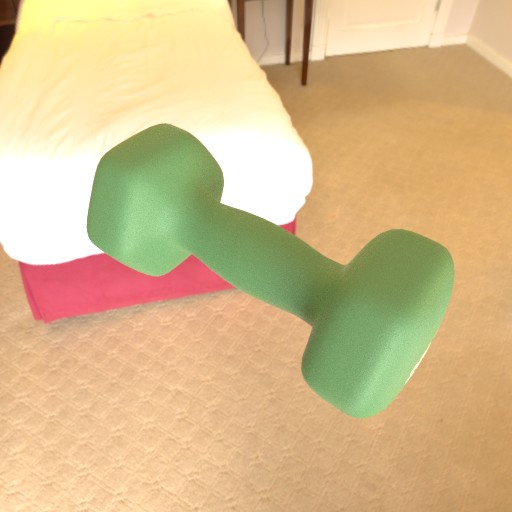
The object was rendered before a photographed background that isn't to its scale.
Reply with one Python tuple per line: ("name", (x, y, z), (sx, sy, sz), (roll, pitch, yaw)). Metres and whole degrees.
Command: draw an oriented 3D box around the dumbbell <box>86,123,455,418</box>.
("dumbbell", (0.000, 0.000, 0.319), (0.257, 0.114, 0.126), (30, 53, 25))
